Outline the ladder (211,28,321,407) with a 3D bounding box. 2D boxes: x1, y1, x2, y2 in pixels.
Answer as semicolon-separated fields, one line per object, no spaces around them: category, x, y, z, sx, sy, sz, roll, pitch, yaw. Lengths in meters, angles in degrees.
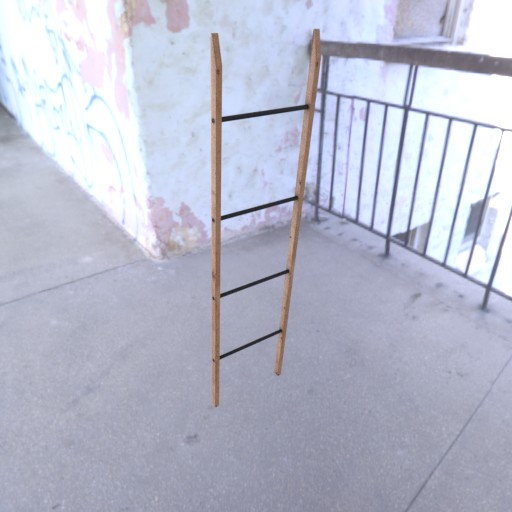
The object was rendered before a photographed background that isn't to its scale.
ladder;0.000;0.000;1.982;0.442;1.805;0.200;-18;35;-29
